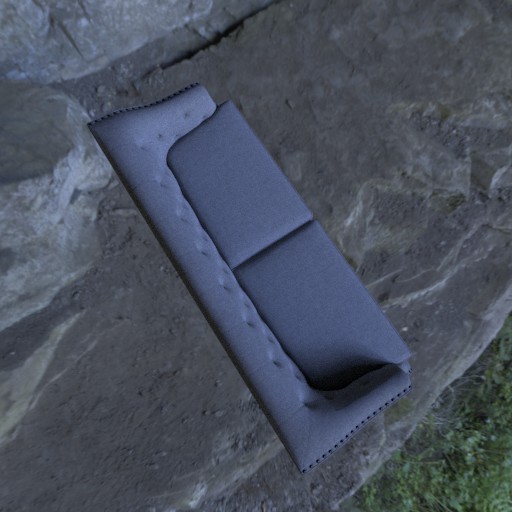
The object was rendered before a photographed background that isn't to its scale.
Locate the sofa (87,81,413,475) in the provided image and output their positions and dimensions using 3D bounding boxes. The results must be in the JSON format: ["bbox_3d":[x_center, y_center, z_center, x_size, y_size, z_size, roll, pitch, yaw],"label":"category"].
[{"bbox_3d":[0.000,0.000,2.778,0.914,0.901,2.235,-32,78,-8],"label":"sofa"}]
